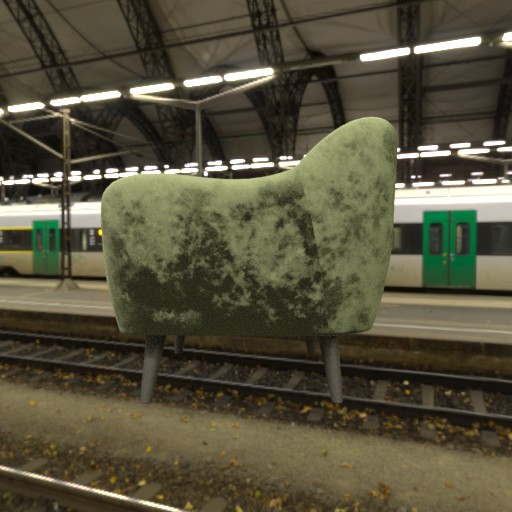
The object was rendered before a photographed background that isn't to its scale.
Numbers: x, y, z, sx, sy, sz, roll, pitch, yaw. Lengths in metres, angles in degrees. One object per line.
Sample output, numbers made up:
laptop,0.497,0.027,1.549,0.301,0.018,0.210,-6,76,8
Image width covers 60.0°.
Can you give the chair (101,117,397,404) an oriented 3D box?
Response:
chair,0.000,0.000,1.510,0.819,0.804,0.840,0,2,0
